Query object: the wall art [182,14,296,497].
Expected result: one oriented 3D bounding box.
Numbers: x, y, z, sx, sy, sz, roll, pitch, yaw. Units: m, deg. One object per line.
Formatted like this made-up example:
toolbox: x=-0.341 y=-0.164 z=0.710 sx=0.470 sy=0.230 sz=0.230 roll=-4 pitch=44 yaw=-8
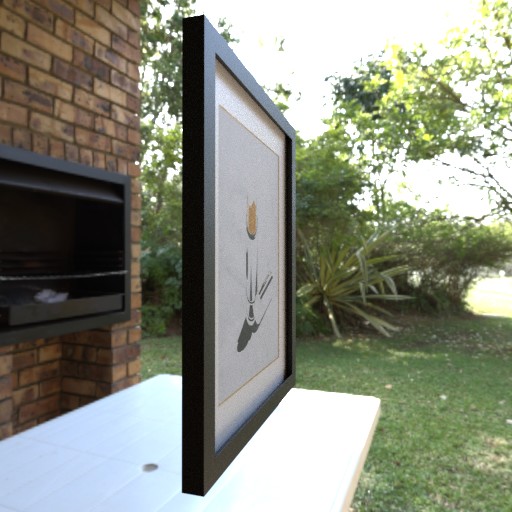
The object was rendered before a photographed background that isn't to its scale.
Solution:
wall art: x=0.000 y=0.000 z=0.510 sx=0.019 sy=0.381 sz=0.330 roll=0 pitch=0 yaw=18
